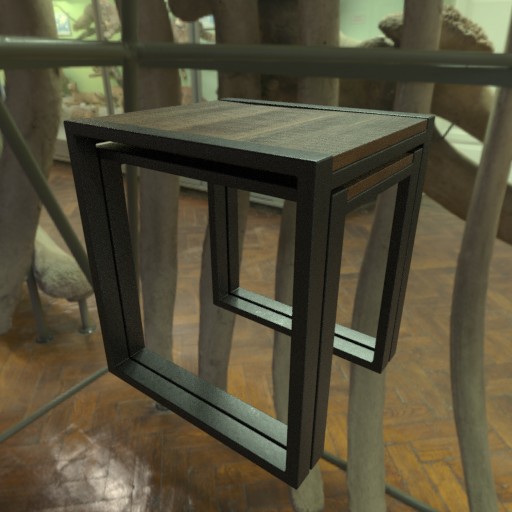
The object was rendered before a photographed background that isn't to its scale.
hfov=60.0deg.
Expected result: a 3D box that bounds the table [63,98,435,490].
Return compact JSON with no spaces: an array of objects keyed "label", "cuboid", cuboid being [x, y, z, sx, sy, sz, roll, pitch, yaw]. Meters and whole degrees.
[{"label":"table","cuboid":[0.000,0.000,0.912,0.500,0.550,0.449,18,31,32]}]
